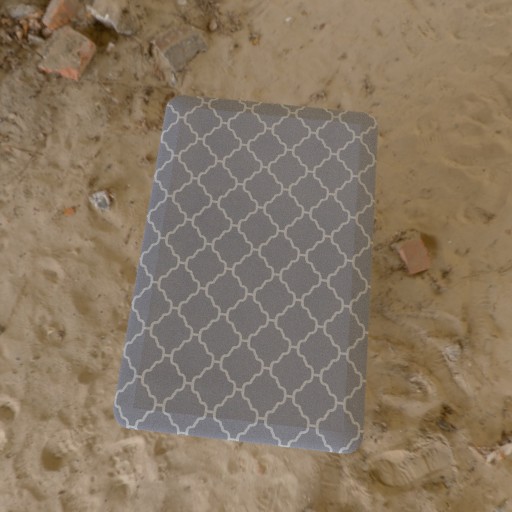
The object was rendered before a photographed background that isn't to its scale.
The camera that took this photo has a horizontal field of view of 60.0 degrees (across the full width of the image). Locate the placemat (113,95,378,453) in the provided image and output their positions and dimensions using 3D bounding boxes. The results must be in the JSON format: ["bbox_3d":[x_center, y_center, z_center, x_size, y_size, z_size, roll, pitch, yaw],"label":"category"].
[{"bbox_3d":[0.000,0.000,0.969,0.508,0.021,0.762,6,76,1],"label":"placemat"}]
